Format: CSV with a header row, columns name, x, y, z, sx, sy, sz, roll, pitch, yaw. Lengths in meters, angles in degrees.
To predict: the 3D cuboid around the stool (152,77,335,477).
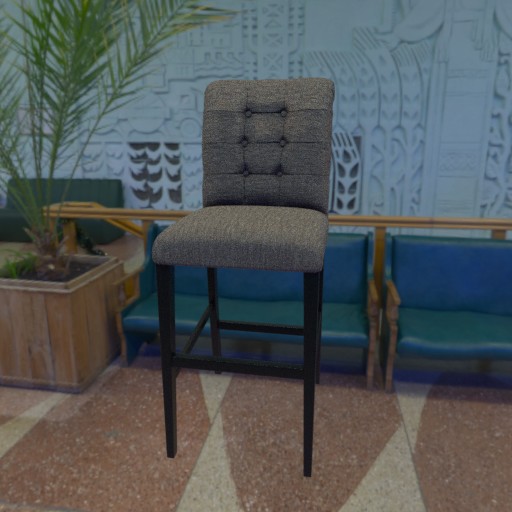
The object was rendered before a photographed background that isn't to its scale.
name,x,y,z,sx,sy,sz,roll,pitch,yaw
stool,0.000,0.000,1.431,0.452,1.131,0.613,3,15,11
